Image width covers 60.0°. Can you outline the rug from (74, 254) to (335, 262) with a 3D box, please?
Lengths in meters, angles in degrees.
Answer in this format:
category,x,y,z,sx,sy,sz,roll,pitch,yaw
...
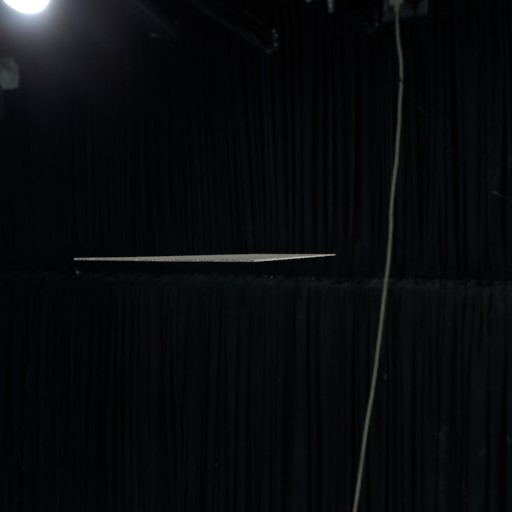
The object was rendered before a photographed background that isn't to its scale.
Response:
category,x,y,z,sx,sy,sz,roll,pitch,yaw
rug,0.000,0.000,2.725,0.706,0.009,2.443,0,1,16
